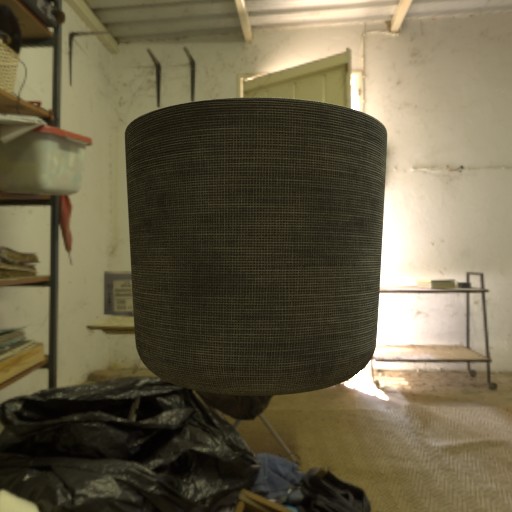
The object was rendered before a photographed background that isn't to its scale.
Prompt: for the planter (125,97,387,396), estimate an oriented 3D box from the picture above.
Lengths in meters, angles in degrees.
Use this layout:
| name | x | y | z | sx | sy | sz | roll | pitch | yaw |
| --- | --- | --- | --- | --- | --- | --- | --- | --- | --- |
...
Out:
| name | x | y | z | sx | sy | sz | roll | pitch | yaw |
| --- | --- | --- | --- | --- | --- | --- | --- | --- | --- |
| planter | 0.000 | 0.000 | 0.774 | 0.440 | 0.398 | 0.440 | 0 | 0 | 0 |
